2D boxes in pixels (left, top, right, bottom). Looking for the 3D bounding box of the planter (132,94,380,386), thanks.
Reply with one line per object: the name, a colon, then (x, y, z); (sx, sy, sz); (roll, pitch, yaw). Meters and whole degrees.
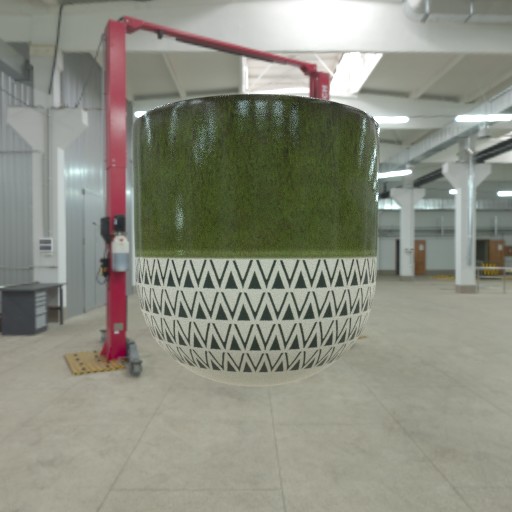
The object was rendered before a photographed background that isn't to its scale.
planter: (0.000, 0.000, 0.497); (0.266, 0.270, 0.266); (0, 1, 0)
